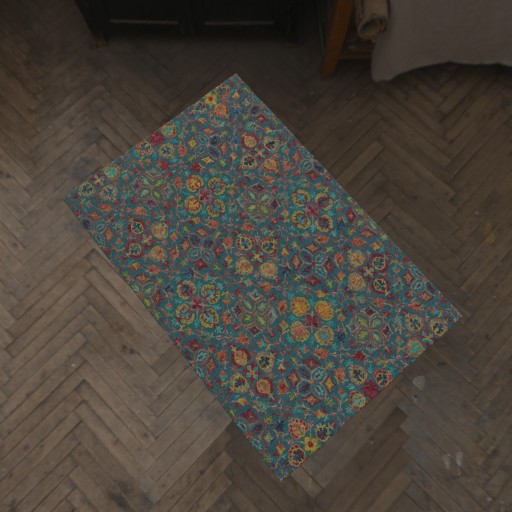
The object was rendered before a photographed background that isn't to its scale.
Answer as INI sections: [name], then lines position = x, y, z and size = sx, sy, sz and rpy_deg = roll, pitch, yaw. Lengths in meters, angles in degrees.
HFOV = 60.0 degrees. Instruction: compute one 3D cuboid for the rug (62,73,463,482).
[rug]
position = 0.000, 0.000, 2.331
size = 1.216, 0.014, 1.836
rpy_deg = -39, 80, -9
